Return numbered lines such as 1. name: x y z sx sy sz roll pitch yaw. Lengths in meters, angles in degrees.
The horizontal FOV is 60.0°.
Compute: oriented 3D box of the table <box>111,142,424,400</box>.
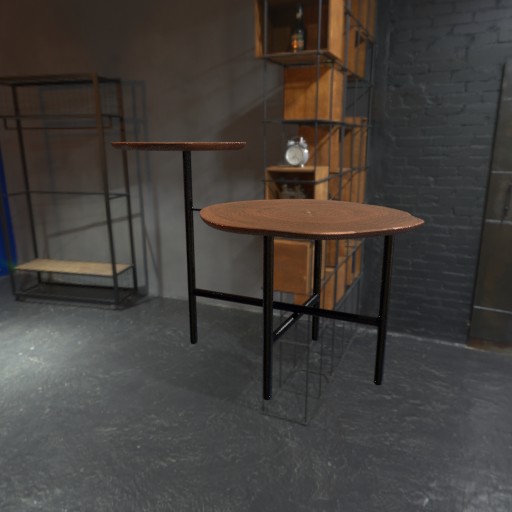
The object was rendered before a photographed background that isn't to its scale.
1. table: 0.000 0.000 1.086 0.759 0.538 0.442 7 16 25
